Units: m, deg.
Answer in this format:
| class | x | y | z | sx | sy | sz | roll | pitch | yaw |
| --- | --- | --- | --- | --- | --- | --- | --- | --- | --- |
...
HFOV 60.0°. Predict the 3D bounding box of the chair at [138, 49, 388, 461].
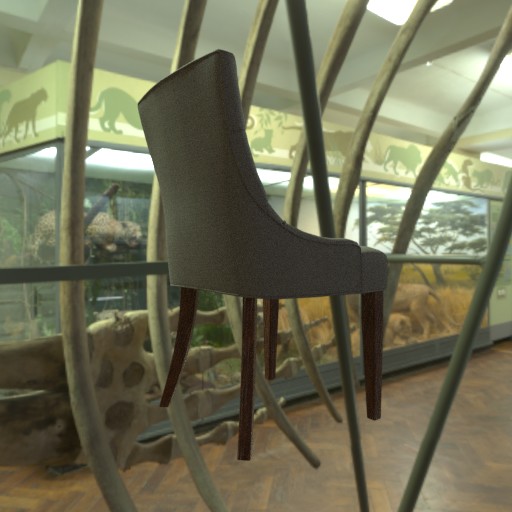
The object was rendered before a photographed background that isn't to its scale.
| class | x | y | z | sx | sy | sz | roll | pitch | yaw |
| --- | --- | --- | --- | --- | --- | --- | --- | --- | --- |
| chair | 0.000 | 0.000 | 1.229 | 0.565 | 0.874 | 0.509 | -1 | 1 | -37 |
